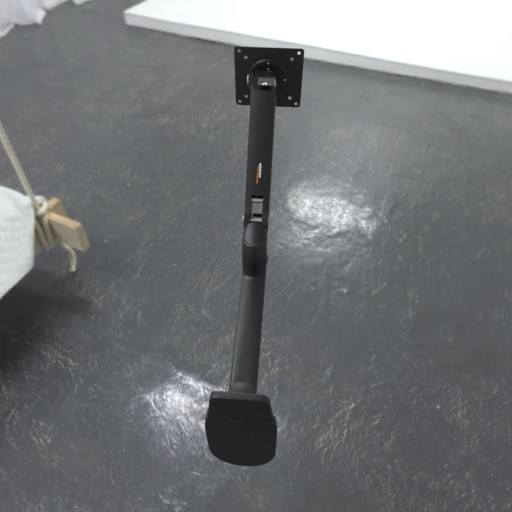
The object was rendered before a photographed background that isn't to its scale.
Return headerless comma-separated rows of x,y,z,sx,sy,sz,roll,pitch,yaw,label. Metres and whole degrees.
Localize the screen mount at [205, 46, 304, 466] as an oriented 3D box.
0.000,0.000,0.719,0.115,0.466,0.495,4,46,3,screen mount
